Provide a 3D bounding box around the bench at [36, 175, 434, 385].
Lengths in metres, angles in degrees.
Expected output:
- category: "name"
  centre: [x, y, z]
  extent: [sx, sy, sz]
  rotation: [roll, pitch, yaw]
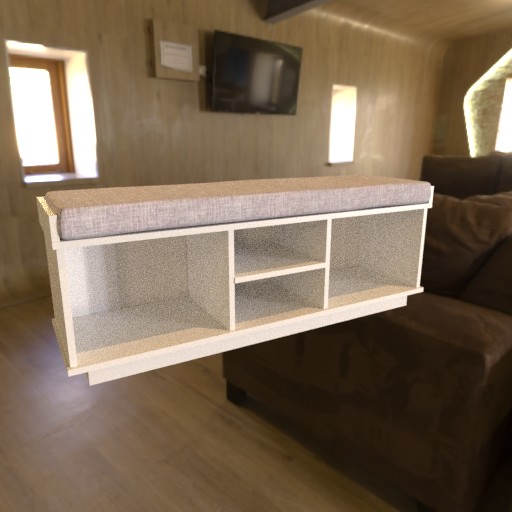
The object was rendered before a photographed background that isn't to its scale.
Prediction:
- category: "bench"
  centre: [0.000, 0.000, 1.416]
  extent: [1.196, 0.453, 0.363]
  rotation: [-8, 17, -28]
